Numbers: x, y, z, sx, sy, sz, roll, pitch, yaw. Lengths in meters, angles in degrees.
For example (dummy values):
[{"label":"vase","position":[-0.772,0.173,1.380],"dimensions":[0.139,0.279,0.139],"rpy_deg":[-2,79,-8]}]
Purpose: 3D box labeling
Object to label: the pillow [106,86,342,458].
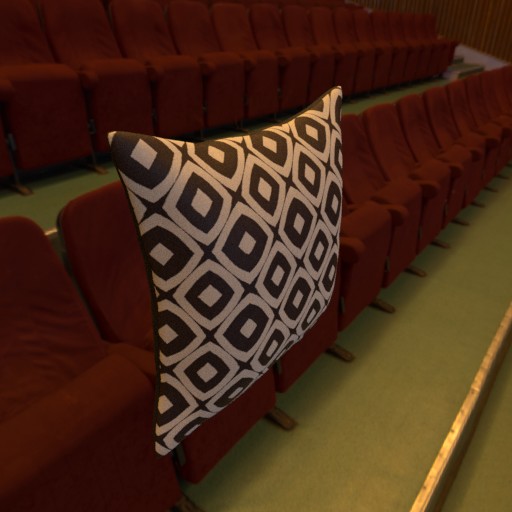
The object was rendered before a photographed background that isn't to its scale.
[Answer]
[{"label":"pillow","position":[0.000,0.000,0.745],"dimensions":[0.188,0.494,0.504],"rpy_deg":[19,33,33]}]
